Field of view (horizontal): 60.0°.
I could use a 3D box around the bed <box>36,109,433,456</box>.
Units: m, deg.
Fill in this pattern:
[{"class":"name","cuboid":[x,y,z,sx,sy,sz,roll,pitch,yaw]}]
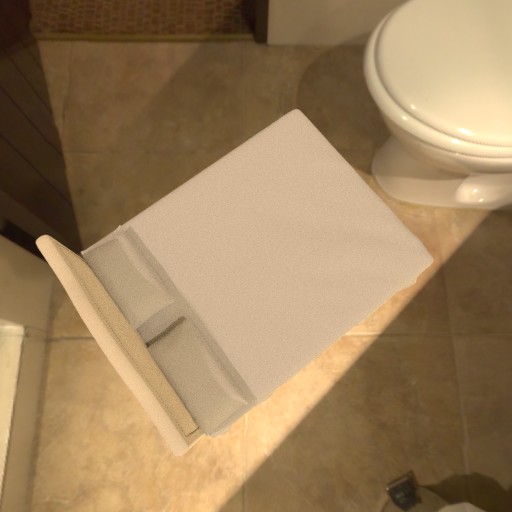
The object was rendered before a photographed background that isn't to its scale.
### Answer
[{"class":"bed","cuboid":[0.000,0.000,3.612,2.477,1.437,1.977,-36,77,-9]}]
